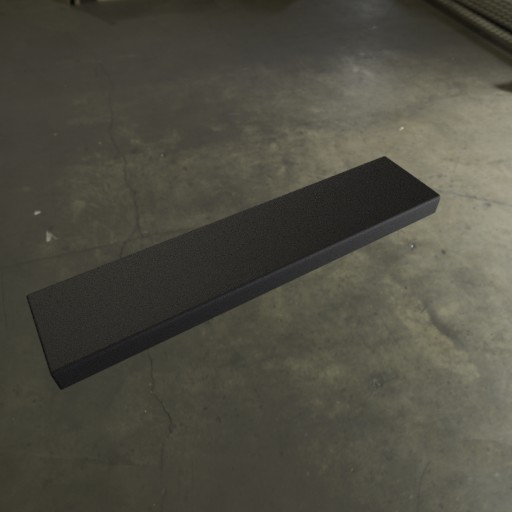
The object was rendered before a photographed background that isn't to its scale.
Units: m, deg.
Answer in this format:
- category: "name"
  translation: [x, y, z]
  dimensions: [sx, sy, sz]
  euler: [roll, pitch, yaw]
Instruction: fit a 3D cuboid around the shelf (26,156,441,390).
- category: "shelf"
  translation: [0.000, 0.000, 0.495]
  dimensions: [0.456, 0.053, 0.102]
  euler: [-24, 51, -21]
